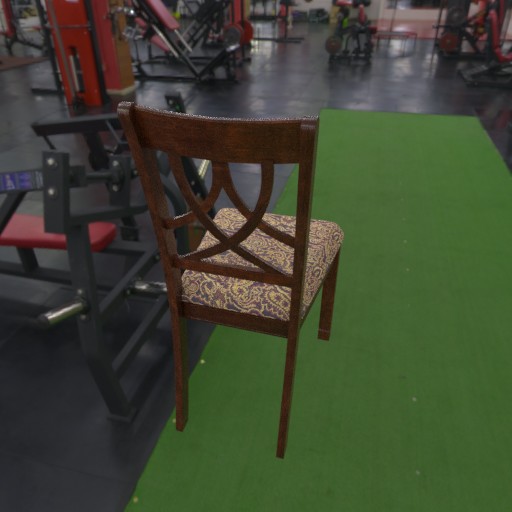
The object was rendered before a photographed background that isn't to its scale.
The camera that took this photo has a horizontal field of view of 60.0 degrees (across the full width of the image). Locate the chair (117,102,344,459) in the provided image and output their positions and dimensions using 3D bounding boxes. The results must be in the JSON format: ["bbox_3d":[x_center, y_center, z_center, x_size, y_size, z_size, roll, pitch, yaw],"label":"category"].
[{"bbox_3d":[0.000,0.000,1.292,0.457,0.965,0.584,9,33,14],"label":"chair"}]
